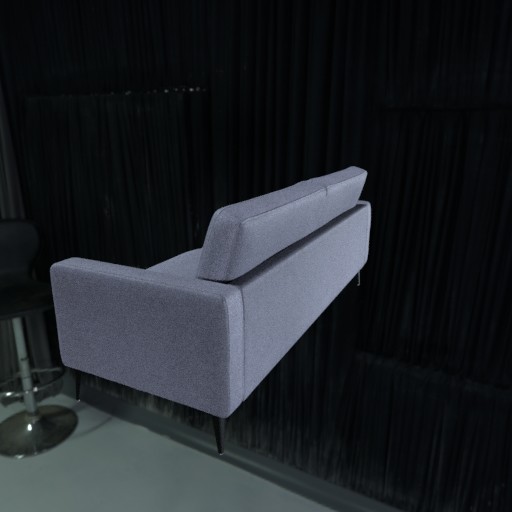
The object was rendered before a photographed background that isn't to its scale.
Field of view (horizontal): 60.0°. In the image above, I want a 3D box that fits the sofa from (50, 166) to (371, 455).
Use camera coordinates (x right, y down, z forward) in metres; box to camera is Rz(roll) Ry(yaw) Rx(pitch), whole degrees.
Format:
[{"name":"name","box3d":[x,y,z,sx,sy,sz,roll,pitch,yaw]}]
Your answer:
[{"name":"sofa","box3d":[0.000,0.000,2.341,0.774,0.828,1.925,8,18,26]}]
